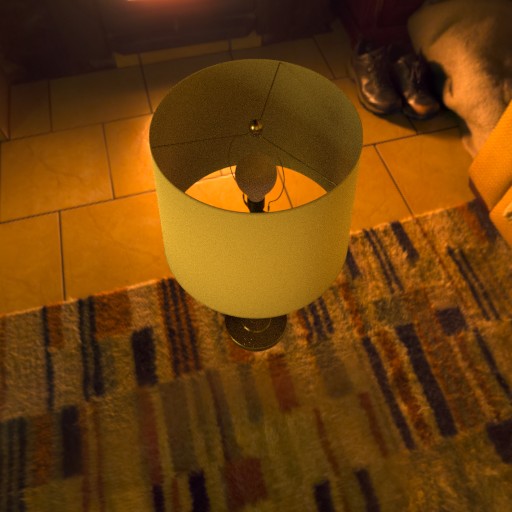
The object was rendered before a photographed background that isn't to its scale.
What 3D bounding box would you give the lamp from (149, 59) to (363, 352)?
[{"bbox_3d":[0.000,0.000,0.877,0.333,0.696,0.333,0,60,0],"label":"lamp"}]
